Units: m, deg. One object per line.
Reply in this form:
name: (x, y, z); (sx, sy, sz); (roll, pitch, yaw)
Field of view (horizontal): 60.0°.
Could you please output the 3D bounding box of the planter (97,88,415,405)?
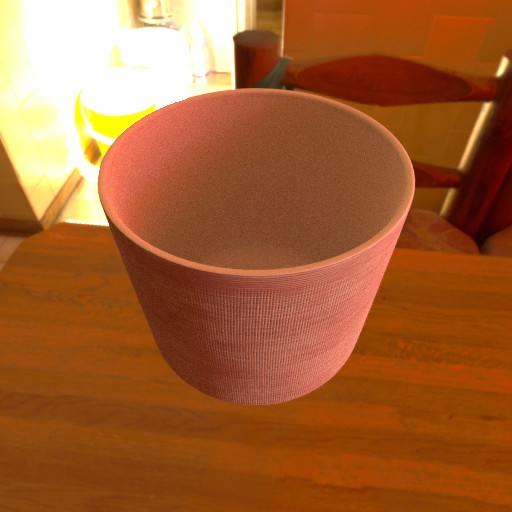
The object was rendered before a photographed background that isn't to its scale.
planter: (0.000, 0.000, 0.774); (0.440, 0.398, 0.440); (0, 46, 0)
